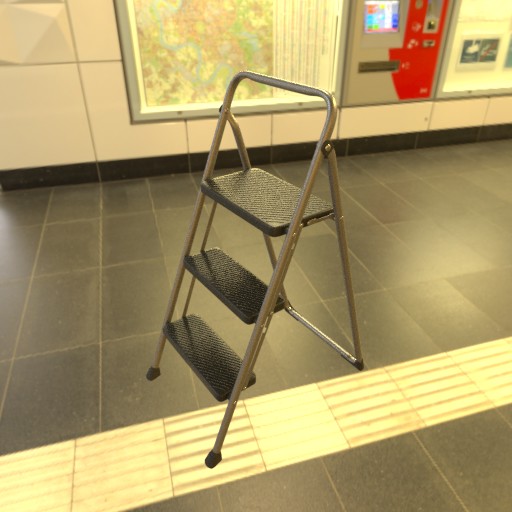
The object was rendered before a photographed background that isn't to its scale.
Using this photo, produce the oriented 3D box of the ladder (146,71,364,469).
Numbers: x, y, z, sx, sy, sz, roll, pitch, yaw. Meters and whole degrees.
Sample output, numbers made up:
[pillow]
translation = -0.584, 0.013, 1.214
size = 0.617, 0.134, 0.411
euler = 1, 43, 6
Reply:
[ladder]
translation = 0.000, 0.000, 1.274
size = 0.629, 0.945, 0.430
euler = -21, 37, -30
